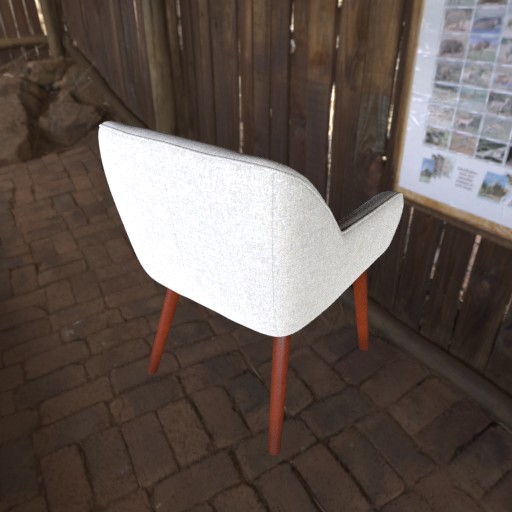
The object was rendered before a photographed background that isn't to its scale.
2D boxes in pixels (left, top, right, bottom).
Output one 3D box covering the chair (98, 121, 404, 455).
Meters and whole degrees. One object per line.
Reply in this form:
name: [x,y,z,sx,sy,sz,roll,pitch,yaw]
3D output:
chair: [0.000,0.000,1.268,0.610,0.813,0.610,21,37,31]
